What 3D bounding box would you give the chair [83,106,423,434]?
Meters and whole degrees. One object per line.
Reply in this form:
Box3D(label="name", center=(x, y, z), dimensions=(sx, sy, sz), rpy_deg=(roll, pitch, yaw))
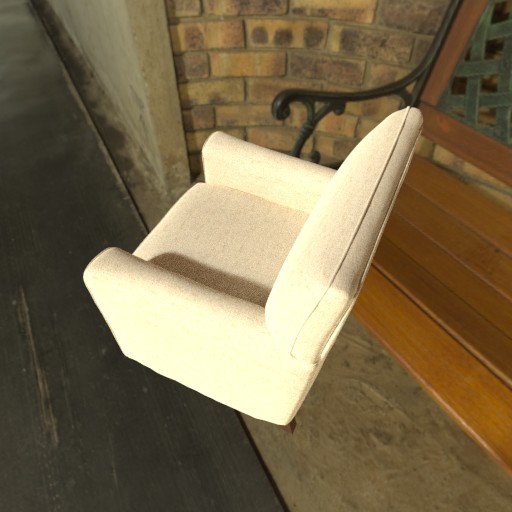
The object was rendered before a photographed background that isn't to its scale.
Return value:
Box3D(label="chair", center=(0.000, 0.000, 1.603), dimensions=(0.823, 0.943, 0.870), rpy_deg=(19, 51, 16))
